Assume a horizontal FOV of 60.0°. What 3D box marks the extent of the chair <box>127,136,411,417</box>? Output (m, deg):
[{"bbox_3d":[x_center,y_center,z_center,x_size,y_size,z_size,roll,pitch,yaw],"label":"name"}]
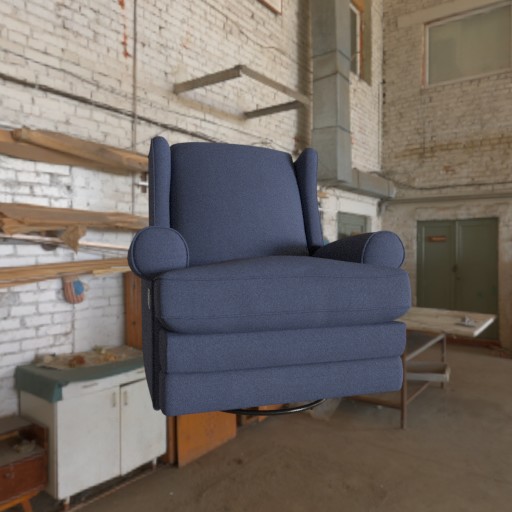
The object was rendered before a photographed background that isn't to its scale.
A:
[{"bbox_3d":[0.000,0.000,1.730,0.971,1.020,0.877,0,1,-18],"label":"chair"}]
